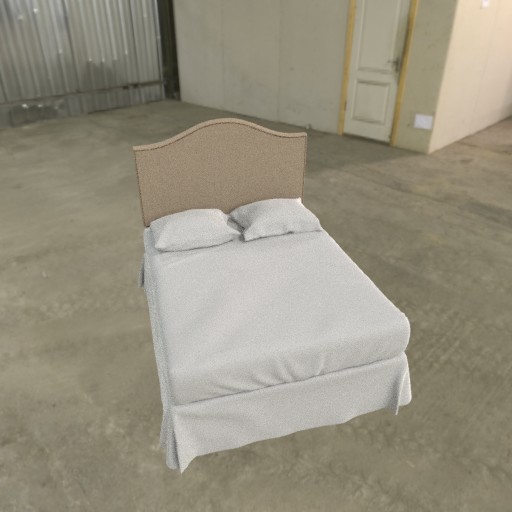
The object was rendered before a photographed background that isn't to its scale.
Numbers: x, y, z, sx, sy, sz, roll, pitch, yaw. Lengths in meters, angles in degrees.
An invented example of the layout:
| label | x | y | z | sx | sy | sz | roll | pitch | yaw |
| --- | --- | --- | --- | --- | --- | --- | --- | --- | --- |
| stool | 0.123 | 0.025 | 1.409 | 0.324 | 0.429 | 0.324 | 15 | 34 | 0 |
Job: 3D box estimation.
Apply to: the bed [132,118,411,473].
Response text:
| label | x | y | z | sx | sy | sz | roll | pitch | yaw |
| --- | --- | --- | --- | --- | --- | --- | --- | --- | --- |
| bed | 0.000 | 0.000 | 3.454 | 1.876 | 1.645 | 2.221 | -9 | 32 | -14 |
